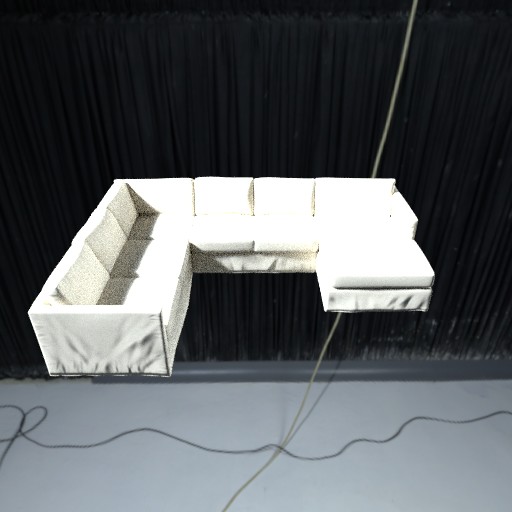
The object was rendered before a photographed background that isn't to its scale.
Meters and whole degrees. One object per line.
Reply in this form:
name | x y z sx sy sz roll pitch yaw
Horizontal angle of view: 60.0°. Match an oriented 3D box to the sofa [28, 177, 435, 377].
sofa | 0.000 0.000 4.495 3.460 0.882 2.427 0 32 0
